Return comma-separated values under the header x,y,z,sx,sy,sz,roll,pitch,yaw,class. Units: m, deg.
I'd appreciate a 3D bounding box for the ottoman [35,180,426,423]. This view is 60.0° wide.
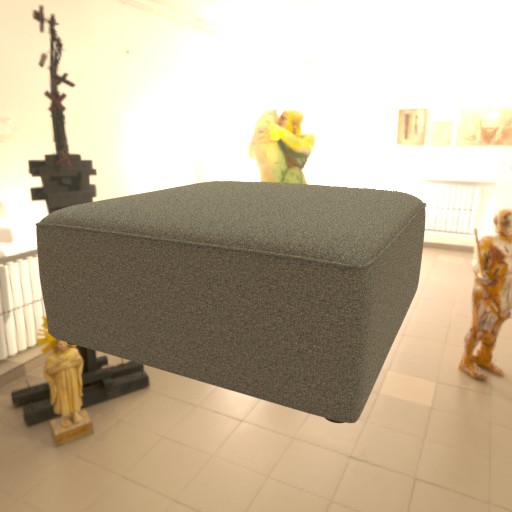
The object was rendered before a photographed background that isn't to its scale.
x,y,z,sx,sy,sz,roll,pitch,yaw,class
0.000,0.000,1.572,1.015,0.464,1.005,8,18,26,ottoman
